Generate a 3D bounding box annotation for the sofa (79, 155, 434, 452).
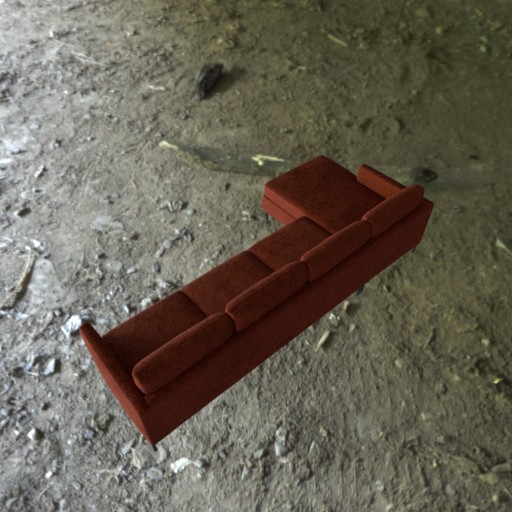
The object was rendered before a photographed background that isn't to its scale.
[{"bbox_3d":[0.000,0.000,3.056,2.467,0.663,1.136,-32,54,-27],"label":"sofa"}]
